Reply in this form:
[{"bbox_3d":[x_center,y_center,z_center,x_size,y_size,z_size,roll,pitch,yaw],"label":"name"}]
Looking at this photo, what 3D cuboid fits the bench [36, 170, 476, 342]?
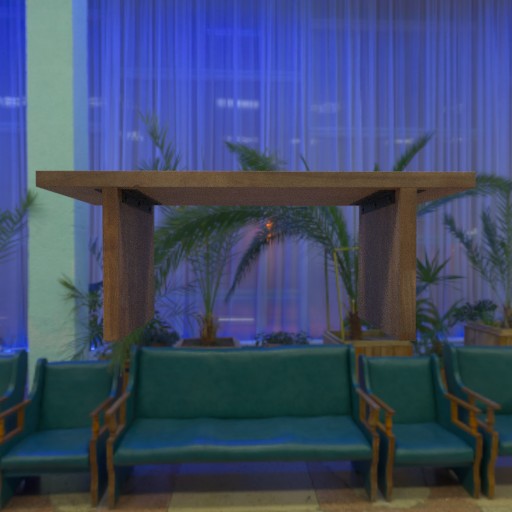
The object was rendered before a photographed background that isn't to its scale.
[{"bbox_3d":[0.000,0.000,1.422,1.183,0.458,0.458,0,0,-1],"label":"bench"}]
